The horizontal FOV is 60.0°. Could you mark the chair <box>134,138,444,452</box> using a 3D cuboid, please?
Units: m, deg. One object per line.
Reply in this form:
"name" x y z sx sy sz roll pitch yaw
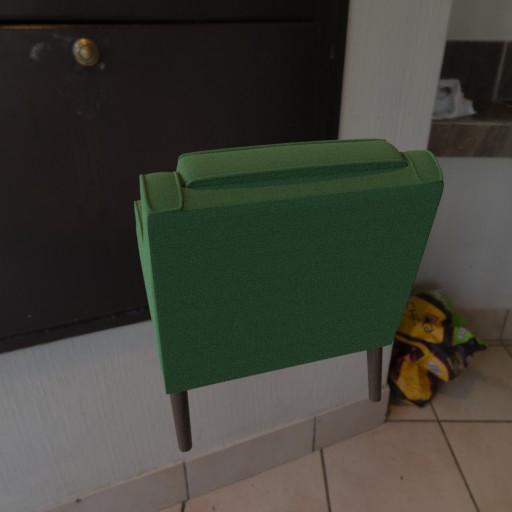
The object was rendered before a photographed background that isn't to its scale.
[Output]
"chair" 0.000 0.000 1.341 0.663 0.792 0.743 -8 28 -16
